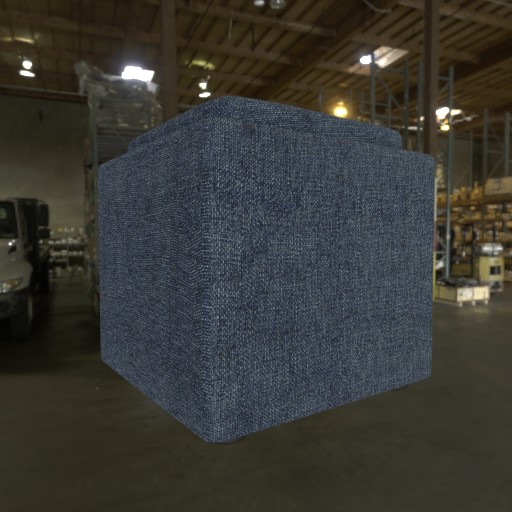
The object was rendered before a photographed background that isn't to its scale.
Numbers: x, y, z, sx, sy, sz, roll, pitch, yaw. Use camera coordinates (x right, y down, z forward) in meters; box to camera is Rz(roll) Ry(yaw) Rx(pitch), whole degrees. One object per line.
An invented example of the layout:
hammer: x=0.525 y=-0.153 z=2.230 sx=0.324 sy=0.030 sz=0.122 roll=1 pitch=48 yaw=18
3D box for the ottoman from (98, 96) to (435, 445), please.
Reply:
ottoman: x=0.000 y=0.000 z=0.817 sx=0.450 sy=0.460 sz=0.450 roll=-2 pitch=3 yaw=-35
